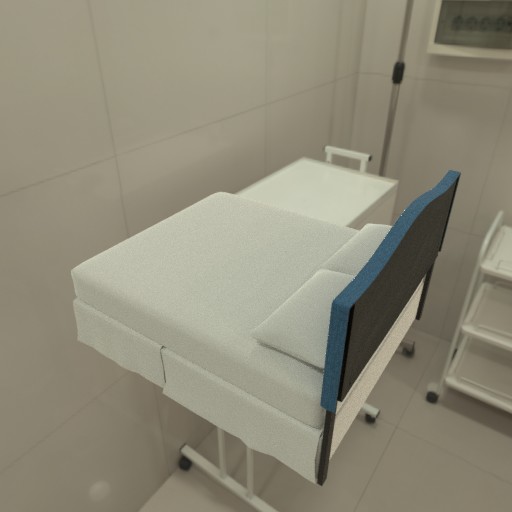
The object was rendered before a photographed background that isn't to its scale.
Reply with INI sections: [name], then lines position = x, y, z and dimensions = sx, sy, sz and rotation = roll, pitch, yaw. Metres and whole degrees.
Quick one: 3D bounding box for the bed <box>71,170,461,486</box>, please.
[bed]
position = 0.000, 0.000, 2.799
dimensions = 1.872, 1.169, 1.610
rotation = 20, 37, 29
